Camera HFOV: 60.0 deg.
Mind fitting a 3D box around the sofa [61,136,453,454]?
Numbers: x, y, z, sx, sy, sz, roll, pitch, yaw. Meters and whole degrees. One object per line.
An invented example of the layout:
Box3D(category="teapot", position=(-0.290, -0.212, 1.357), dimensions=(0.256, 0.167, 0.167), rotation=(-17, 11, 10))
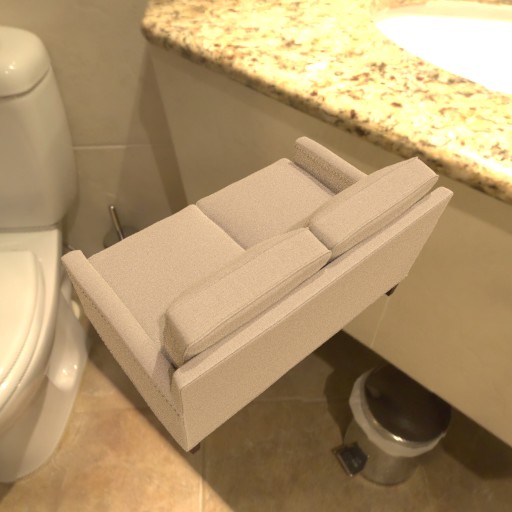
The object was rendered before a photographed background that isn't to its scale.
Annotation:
Box3D(category="sofa", position=(0.000, 0.000, 2.245), dimensions=(1.597, 1.003, 1.084), rotation=(-32, 56, -25))
